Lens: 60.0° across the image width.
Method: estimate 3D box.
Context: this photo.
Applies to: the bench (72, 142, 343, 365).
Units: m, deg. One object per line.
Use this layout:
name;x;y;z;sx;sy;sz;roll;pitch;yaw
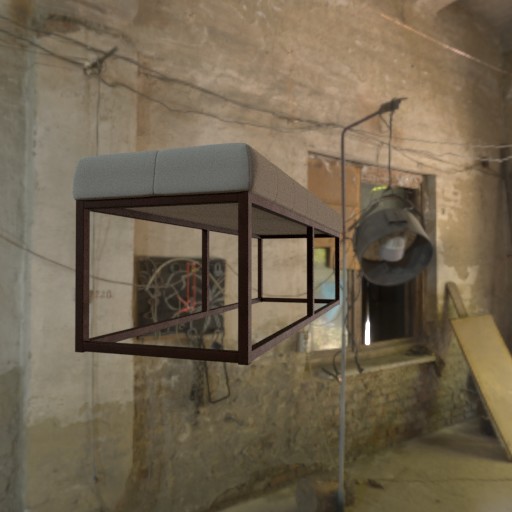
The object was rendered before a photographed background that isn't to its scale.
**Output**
bench;0.000;0.000;1.709;0.479;0.488;1.488;0;-1;18
